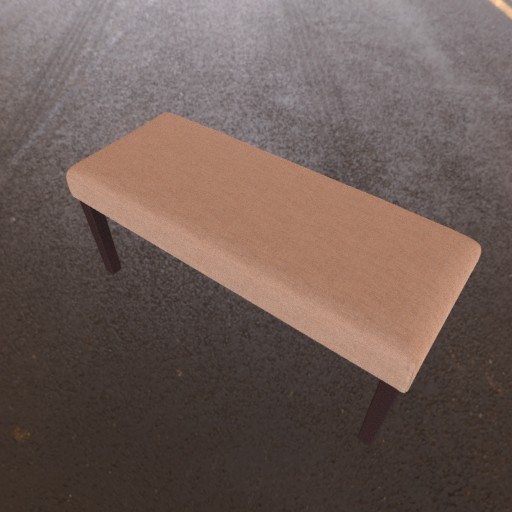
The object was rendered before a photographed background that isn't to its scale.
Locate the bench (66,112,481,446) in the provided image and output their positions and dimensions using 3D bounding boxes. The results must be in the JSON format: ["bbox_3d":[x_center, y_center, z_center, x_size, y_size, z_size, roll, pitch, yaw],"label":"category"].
[{"bbox_3d":[0.000,0.000,1.244,1.013,0.456,0.407,28,53,24],"label":"bench"}]
